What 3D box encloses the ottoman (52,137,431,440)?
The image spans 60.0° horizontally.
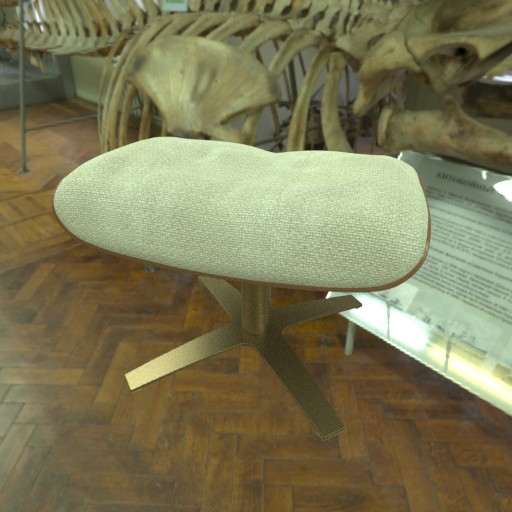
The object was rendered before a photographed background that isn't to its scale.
[{"bbox_3d":[0.000,0.000,0.794,0.520,0.391,0.394,9,32,14],"label":"ottoman"}]
